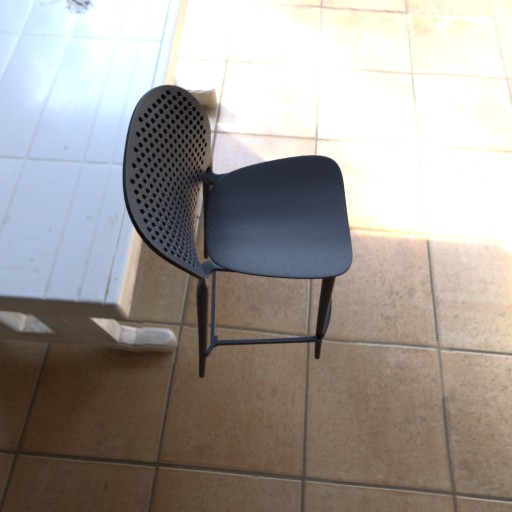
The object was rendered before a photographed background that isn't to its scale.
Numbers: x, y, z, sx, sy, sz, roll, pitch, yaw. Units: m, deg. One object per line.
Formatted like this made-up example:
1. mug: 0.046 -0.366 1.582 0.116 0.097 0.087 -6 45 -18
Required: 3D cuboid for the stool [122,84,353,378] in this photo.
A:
1. stool: 0.000 0.000 1.370 0.535 1.045 0.536 -1 64 0
